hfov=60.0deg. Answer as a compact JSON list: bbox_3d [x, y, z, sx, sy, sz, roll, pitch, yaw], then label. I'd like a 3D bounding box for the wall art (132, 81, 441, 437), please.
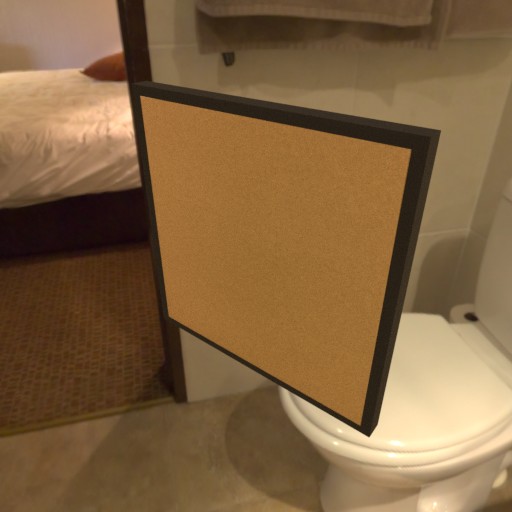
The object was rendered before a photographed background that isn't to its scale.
[{"bbox_3d":[0.000,0.000,0.757,0.508,0.507,0.033,22,38,32],"label":"wall art"}]
